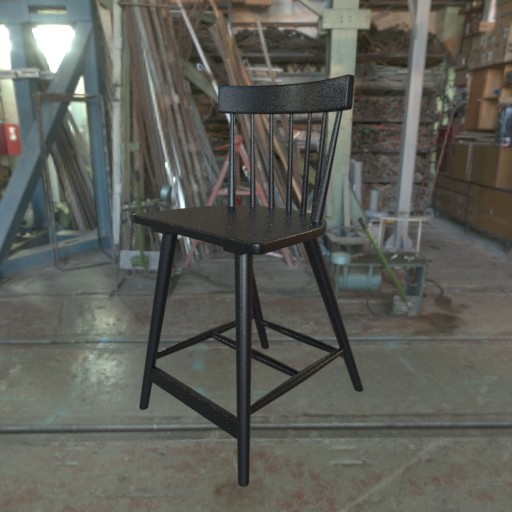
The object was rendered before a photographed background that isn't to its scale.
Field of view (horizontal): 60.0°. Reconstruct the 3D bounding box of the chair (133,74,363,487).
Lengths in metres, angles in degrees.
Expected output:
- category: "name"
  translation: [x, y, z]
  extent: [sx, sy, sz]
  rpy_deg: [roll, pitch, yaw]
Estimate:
- category: "chair"
  translation: [0.000, 0.000, 1.276]
  extent: [0.483, 0.952, 0.572]
  rpy_deg: [15, 22, 42]
